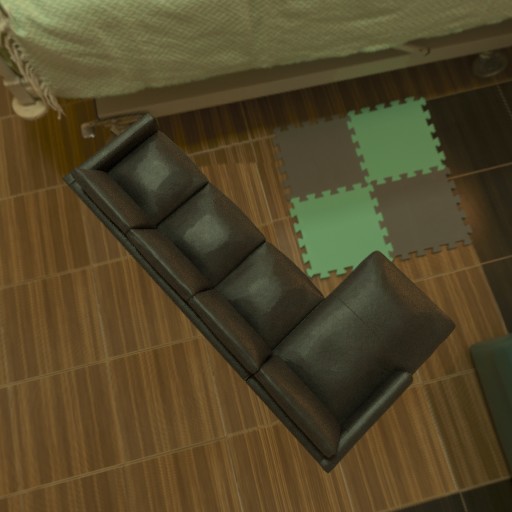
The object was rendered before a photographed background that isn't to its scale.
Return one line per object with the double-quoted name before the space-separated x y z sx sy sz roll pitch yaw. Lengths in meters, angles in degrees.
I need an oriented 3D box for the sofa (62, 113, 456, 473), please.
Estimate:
"sofa" 0.000 0.000 3.603 1.471 0.859 2.993 -42 79 -10
